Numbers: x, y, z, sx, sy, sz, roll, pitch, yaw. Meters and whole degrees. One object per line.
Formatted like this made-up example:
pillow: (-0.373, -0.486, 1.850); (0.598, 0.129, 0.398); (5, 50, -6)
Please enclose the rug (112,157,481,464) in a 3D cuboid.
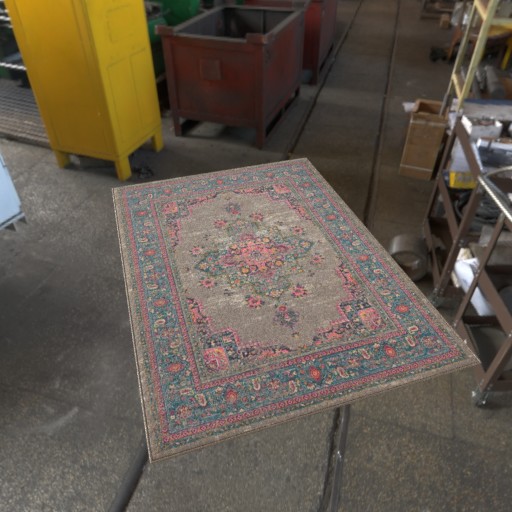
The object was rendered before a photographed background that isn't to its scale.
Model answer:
rug: (0.000, 0.000, 2.779); (1.609, 0.013, 2.214); (-12, 42, -14)
